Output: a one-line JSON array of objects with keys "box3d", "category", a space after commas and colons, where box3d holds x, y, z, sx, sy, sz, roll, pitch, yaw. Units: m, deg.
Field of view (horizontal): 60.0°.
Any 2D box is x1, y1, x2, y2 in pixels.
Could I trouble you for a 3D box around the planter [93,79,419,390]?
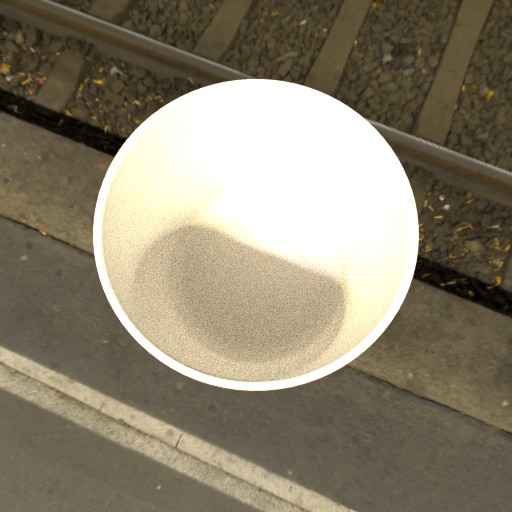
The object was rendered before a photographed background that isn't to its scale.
[{"box3d": [0.000, 0.000, 0.792, 0.440, 0.398, 0.440, 0, 76, 0], "category": "planter"}]
